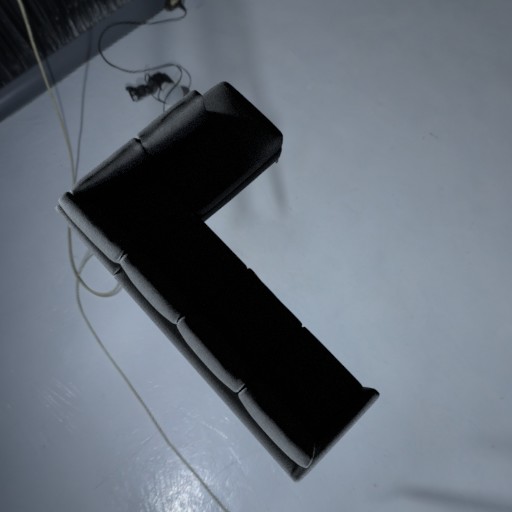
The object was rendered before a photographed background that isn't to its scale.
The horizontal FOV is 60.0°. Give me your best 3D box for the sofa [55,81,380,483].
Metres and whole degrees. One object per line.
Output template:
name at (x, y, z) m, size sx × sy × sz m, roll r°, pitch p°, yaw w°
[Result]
sofa at (0.000, 0.000, 3.807) m, size 1.984 × 0.858 × 2.972 m, roll -42°, pitch 79°, yaw -11°
